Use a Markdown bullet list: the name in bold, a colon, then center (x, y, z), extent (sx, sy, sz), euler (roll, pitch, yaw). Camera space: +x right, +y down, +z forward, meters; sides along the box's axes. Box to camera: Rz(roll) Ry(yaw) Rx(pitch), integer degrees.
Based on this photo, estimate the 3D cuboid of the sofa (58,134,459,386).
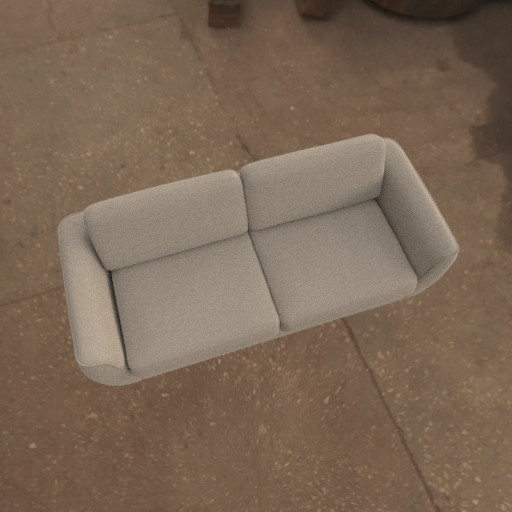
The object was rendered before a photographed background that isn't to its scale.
- **sofa**: center (0.000, 0.000, 2.496), extent (2.000, 0.850, 0.920), euler (-16, 64, -8)
